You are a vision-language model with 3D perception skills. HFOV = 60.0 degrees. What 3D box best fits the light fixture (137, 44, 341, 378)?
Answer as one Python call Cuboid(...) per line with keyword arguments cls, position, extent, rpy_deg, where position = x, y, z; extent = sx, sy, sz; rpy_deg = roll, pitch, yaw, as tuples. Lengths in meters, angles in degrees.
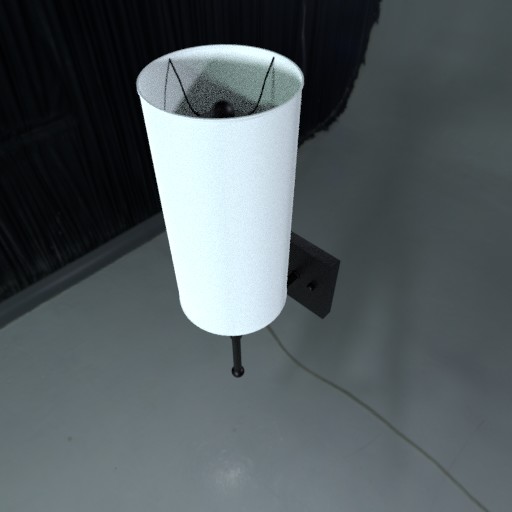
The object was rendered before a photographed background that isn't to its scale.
Cuboid(cls="light fixture", position=(0.000, 0.000, 0.529), extent=(0.128, 0.462, 0.208), rpy_deg=(34, 55, 28))
